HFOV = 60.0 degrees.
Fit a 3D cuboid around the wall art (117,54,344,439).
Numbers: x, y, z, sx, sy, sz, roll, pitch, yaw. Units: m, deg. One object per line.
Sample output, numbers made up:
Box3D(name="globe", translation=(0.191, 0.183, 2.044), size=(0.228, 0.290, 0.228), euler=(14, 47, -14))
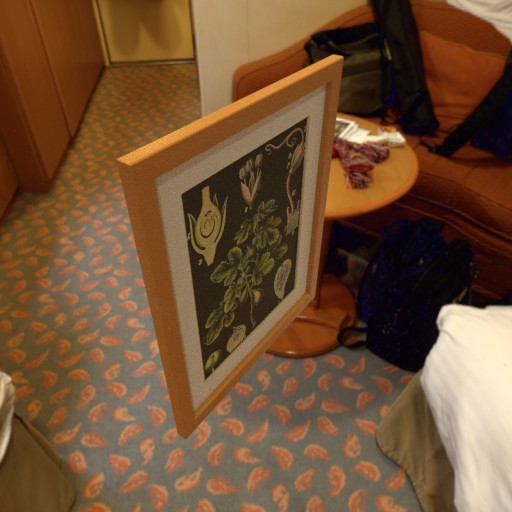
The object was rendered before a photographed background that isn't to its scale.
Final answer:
Box3D(name="wall art", translation=(0.000, 0.000, 0.524), size=(0.015, 0.379, 0.310), euler=(26, 46, 27))
